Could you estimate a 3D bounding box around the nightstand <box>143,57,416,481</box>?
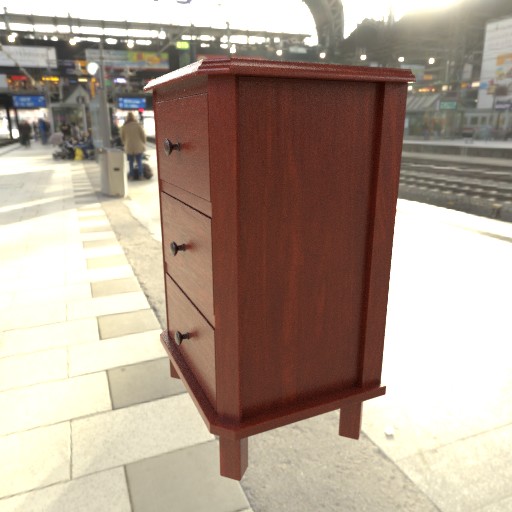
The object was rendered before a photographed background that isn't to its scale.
[{"bbox_3d":[0.000,0.000,0.904,0.351,0.681,0.435,-7,18,-24],"label":"nightstand"}]
